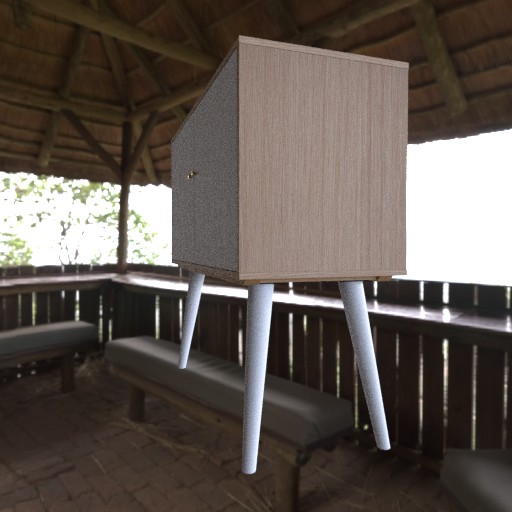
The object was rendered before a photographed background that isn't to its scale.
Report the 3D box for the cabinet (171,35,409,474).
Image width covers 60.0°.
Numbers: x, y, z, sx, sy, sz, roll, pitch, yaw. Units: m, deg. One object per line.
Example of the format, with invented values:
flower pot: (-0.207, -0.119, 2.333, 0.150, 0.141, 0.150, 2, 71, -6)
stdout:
cabinet: (0.000, 0.000, 1.578, 0.470, 1.016, 1.057, 0, 1, -19)
